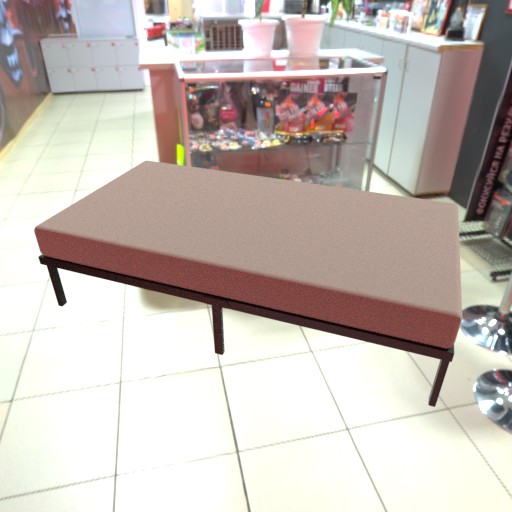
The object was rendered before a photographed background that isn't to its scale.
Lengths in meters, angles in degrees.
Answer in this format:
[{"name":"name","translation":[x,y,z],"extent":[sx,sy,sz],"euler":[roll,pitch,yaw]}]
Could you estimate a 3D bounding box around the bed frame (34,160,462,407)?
[{"name":"bed frame","translation":[0.000,0.000,3.210],"extent":[2.635,0.680,1.393],"euler":[11,34,17]}]
